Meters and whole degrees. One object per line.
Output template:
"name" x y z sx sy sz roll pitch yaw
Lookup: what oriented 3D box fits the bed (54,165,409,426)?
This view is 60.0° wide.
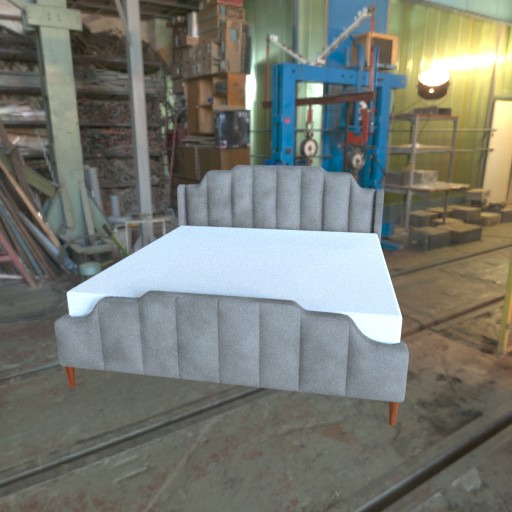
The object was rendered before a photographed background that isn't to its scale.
"bed" 0.000 0.000 3.520 2.074 1.245 2.340 3 16 11
